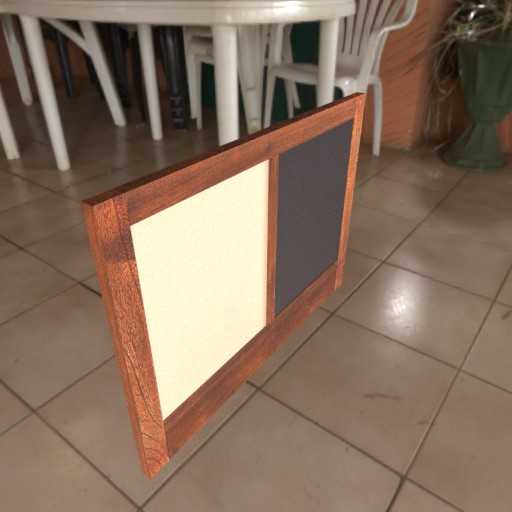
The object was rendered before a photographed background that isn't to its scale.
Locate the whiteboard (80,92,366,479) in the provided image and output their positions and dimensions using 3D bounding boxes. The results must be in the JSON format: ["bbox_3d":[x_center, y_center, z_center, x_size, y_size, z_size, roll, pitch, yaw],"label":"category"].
[{"bbox_3d":[0.000,0.000,0.953,0.083,0.553,0.768,21,38,30],"label":"whiteboard"}]
